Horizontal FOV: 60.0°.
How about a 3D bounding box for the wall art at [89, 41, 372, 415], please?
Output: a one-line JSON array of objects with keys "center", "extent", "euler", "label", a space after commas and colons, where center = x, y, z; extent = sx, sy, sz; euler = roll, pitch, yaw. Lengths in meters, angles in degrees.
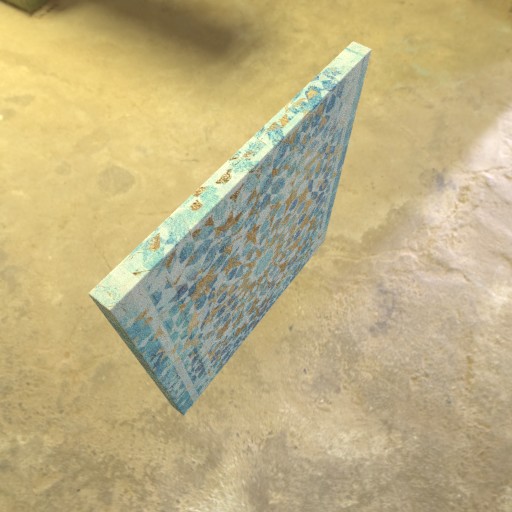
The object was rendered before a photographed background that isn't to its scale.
[{"center": [0.000, 0.000, 0.903], "extent": [0.040, 0.609, 0.609], "euler": [33, 65, 18], "label": "wall art"}]
